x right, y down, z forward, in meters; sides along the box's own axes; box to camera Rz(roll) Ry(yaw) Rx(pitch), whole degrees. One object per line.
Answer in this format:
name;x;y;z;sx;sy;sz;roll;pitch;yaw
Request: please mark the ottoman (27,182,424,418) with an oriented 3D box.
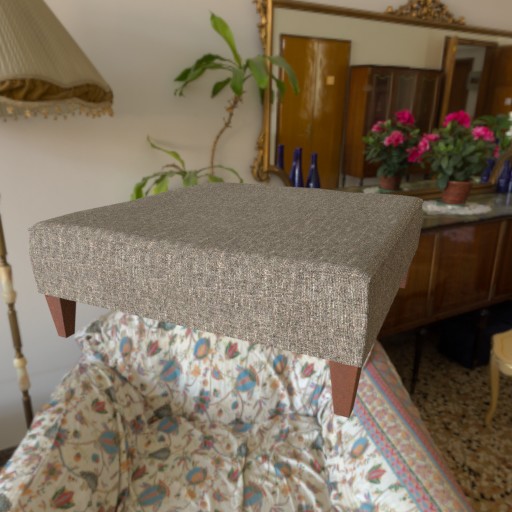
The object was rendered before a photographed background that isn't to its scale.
ottoman;0.000;0.000;1.521;0.981;0.379;1.016;8;19;24
